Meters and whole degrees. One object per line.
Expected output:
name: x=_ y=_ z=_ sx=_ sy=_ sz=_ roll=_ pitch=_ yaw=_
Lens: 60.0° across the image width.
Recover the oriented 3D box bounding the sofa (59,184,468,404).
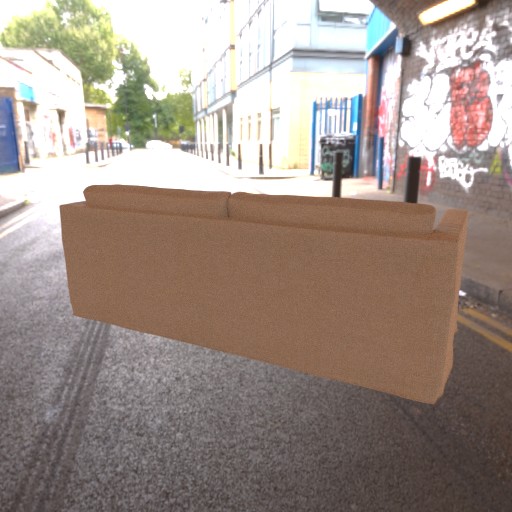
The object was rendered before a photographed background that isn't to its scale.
sofa: x=0.000 y=0.000 z=2.690 sx=2.296 sy=0.847 sz=0.956 roll=7 pitch=16 yaw=26
